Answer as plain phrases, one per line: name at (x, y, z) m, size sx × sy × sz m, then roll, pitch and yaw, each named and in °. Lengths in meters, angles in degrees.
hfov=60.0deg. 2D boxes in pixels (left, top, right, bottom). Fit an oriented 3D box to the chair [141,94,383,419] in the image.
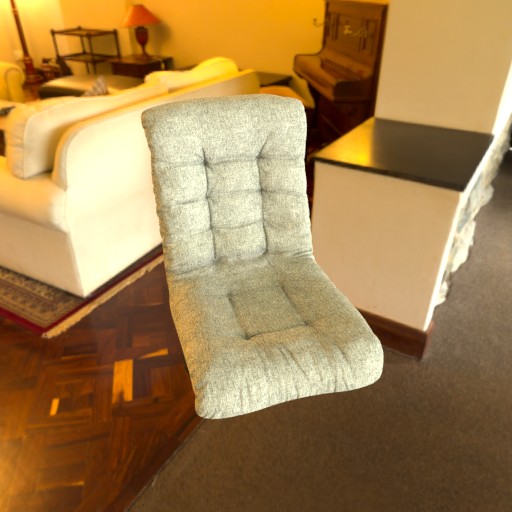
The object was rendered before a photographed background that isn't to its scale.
chair at (0.000, 0.000, 1.008) m, size 0.400 × 0.600 × 0.583 m, roll -10°, pitch 33°, yaw -15°
